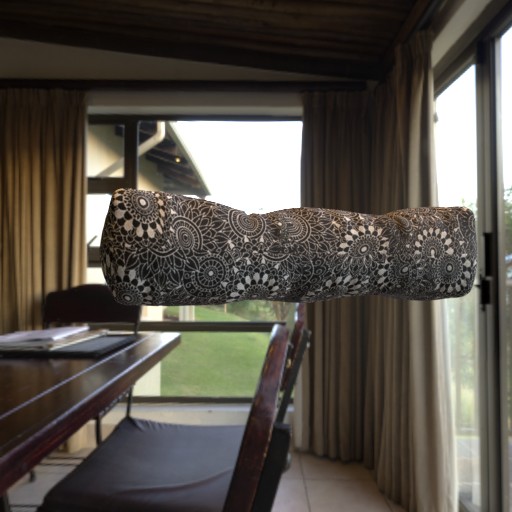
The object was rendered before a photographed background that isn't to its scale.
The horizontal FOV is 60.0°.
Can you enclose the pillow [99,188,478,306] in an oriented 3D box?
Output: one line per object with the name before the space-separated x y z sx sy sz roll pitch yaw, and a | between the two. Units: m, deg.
pillow | 0.000 0.000 0.722 0.468 0.128 0.490 0 -2 -17
